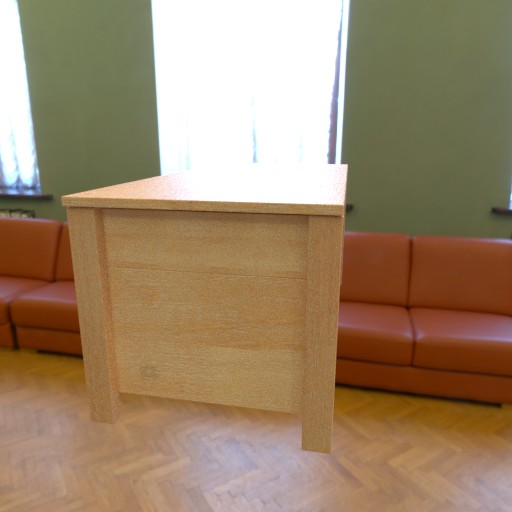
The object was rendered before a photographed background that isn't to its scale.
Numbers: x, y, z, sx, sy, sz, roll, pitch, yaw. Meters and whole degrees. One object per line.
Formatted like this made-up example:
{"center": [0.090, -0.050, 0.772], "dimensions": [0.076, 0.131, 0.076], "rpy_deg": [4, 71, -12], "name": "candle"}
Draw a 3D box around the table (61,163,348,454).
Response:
{"center": [0.000, 0.000, 1.262], "dimensions": [0.483, 0.457, 1.016], "rpy_deg": [3, 15, 11], "name": "table"}
